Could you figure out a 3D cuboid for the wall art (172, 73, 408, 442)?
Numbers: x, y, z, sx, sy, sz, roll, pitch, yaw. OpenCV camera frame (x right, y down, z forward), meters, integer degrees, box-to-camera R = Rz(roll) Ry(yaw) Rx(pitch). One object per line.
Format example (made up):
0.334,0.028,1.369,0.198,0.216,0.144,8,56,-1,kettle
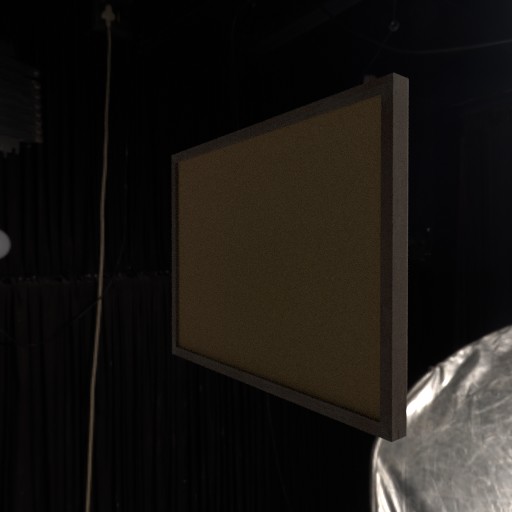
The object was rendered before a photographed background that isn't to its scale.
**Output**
0.000,0.000,1.755,0.070,1.009,1.320,-1,1,-37,wall art
